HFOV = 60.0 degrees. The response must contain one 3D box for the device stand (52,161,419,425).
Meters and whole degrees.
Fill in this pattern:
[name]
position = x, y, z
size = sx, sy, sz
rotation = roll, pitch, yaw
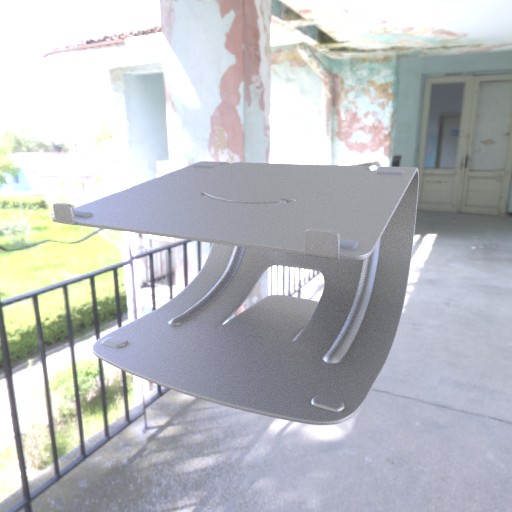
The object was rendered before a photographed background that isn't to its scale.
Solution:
[device stand]
position = 0.000, 0.000, 0.401
size = 0.256, 0.155, 0.236
rotation = 8, 17, 27
